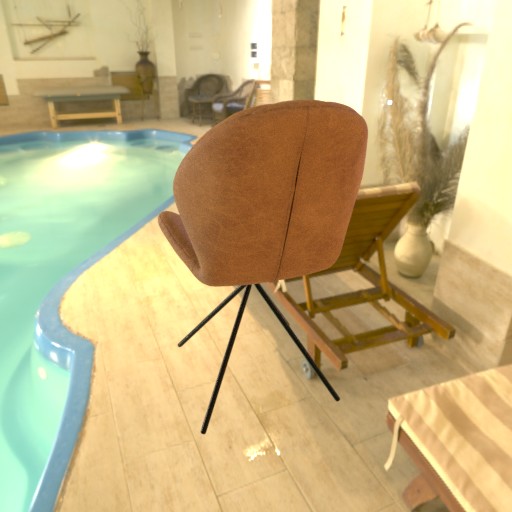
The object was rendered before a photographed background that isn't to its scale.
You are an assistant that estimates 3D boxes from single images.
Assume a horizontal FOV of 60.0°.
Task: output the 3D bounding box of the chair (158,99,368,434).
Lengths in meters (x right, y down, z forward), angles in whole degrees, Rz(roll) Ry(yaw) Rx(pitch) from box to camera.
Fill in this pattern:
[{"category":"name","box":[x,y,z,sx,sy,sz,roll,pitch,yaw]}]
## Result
[{"category":"chair","box":[0.000,0.000,1.302,0.527,0.929,0.640,-8,27,-16]}]
